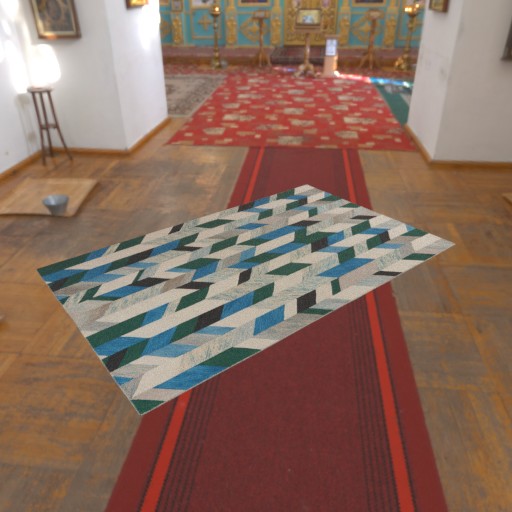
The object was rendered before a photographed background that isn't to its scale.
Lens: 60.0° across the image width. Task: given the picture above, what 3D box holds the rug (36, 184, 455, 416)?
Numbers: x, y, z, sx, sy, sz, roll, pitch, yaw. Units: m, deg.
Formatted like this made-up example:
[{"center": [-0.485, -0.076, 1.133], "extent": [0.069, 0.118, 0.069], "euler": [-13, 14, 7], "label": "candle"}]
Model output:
[{"center": [0.000, 0.000, 3.002], "extent": [2.433, 0.007, 1.507], "euler": [-22, 36, -33], "label": "rug"}]
